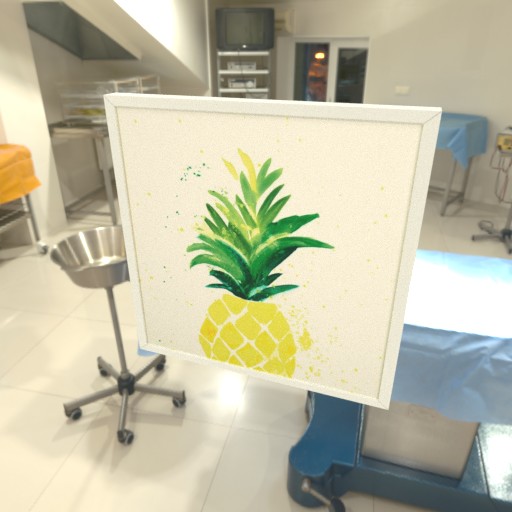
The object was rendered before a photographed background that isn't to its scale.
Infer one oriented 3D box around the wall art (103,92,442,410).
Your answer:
[{"bbox_3d":[0.000,0.000,0.460,0.307,0.307,0.020,9,28,18],"label":"wall art"}]
